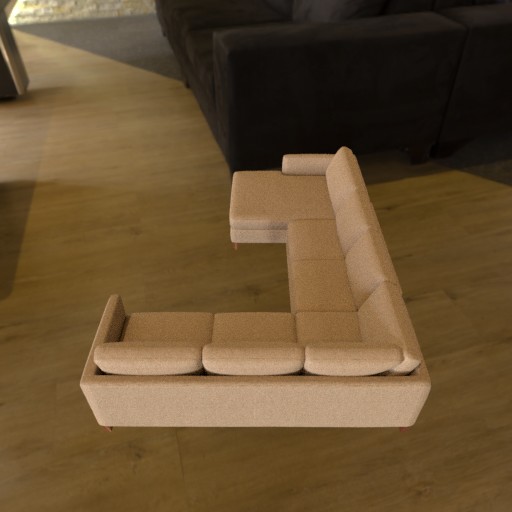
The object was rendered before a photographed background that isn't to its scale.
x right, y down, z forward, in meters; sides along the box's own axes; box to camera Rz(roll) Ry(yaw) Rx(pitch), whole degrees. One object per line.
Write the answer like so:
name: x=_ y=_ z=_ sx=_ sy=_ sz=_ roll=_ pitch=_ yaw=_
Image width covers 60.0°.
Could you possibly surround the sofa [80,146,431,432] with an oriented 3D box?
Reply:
sofa: x=0.000 y=0.000 z=4.561 sx=2.551 sy=0.889 sz=3.403 roll=0 pitch=41 yaw=0
